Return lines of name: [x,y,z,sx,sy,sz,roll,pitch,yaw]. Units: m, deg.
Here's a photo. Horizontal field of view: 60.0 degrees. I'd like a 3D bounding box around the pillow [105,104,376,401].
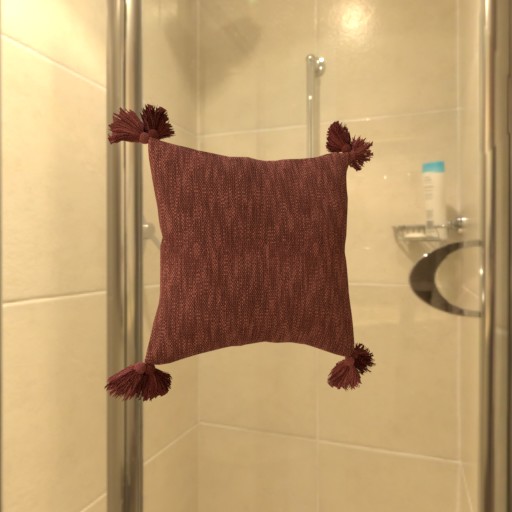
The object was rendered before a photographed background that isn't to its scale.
pillow: [0.000,0.000,0.989,0.641,0.659,0.138,0,0,-17]
